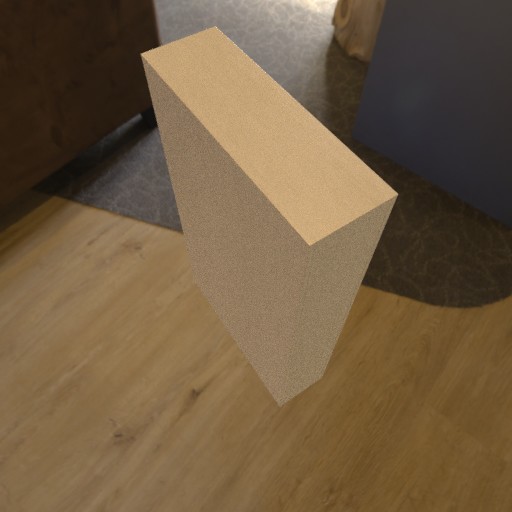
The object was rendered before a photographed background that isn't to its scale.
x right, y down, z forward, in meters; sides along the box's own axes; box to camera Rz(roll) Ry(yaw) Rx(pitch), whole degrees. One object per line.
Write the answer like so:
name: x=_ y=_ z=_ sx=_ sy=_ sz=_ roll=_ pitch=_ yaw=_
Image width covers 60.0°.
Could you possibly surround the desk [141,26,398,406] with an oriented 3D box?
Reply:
desk: x=0.000 y=0.000 z=1.610 sx=0.250 sy=1.280 sz=0.750 roll=-29 pitch=62 yaw=-17
